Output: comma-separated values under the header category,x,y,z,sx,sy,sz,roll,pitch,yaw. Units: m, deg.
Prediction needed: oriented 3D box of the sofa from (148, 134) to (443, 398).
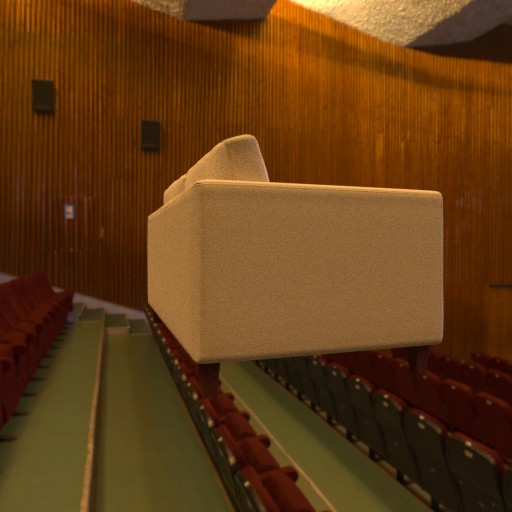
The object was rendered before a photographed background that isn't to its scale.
category,x,y,z,sx,sy,sz,roll,pitch,yaw
sofa,0.000,0.000,2.286,0.964,0.888,1.702,0,1,-19
